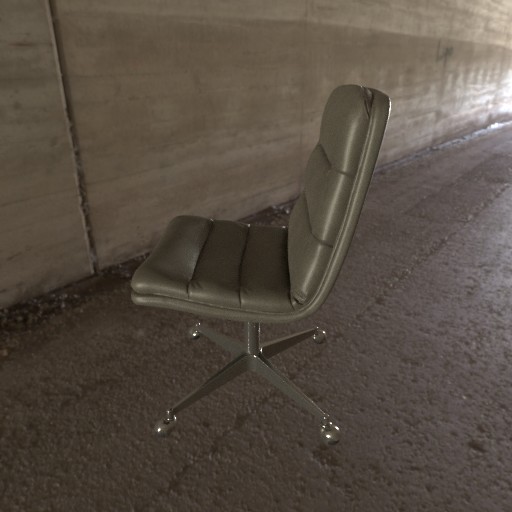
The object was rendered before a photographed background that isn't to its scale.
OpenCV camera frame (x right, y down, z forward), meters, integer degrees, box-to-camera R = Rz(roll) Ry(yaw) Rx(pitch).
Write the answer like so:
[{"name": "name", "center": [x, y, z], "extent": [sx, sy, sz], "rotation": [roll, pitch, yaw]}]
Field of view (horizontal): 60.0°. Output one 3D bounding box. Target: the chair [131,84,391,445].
[{"name": "chair", "center": [0.000, 0.000, 1.024], "extent": [0.485, 0.738, 0.422], "rotation": [1, 24, 3]}]
